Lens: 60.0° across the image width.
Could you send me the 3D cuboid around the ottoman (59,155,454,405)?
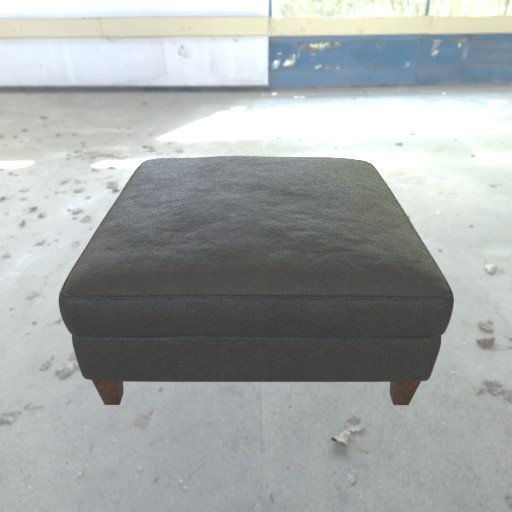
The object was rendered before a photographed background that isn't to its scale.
[{"bbox_3d":[0.000,0.000,1.314,0.844,0.415,0.836,0,32,0],"label":"ottoman"}]
